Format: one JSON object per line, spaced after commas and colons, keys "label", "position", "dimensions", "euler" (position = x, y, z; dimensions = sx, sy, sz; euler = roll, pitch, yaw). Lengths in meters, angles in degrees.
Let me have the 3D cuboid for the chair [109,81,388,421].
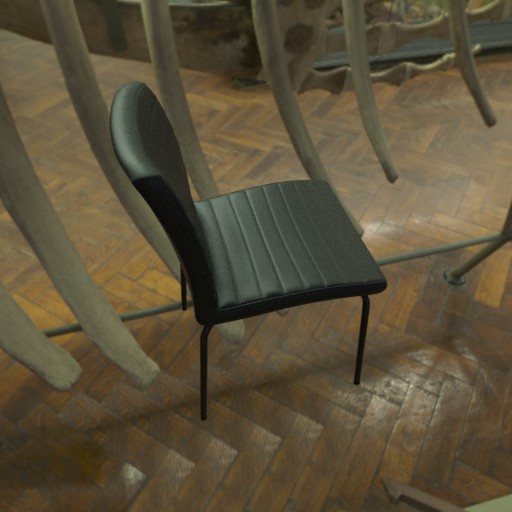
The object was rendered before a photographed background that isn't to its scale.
{"label": "chair", "position": [0.000, 0.000, 1.192], "dimensions": [0.572, 0.872, 0.450], "euler": [-10, 47, -10]}
